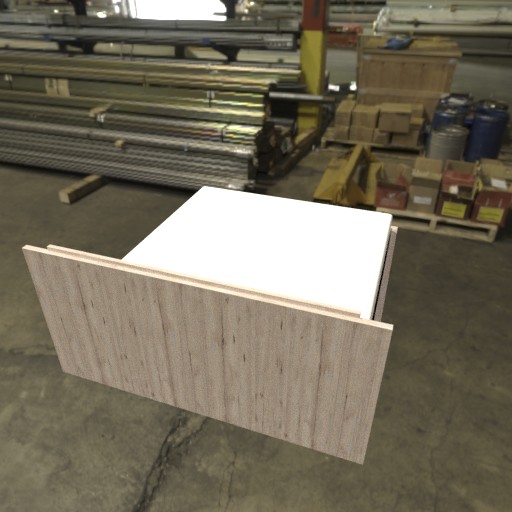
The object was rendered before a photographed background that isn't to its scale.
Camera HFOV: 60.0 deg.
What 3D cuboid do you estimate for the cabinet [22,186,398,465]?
[{"bbox_3d":[0.000,0.000,3.201,1.950,0.970,2.080,11,34,16],"label":"cabinet"}]
